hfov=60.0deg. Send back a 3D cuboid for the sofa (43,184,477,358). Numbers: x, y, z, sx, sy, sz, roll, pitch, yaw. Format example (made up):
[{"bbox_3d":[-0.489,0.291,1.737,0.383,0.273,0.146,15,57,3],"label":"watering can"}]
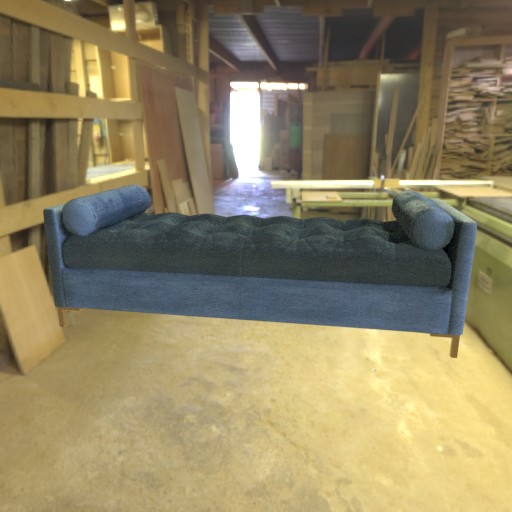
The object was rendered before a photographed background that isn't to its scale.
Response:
[{"bbox_3d":[0.000,0.000,2.517,2.102,0.705,0.796,3,16,10],"label":"sofa"}]
